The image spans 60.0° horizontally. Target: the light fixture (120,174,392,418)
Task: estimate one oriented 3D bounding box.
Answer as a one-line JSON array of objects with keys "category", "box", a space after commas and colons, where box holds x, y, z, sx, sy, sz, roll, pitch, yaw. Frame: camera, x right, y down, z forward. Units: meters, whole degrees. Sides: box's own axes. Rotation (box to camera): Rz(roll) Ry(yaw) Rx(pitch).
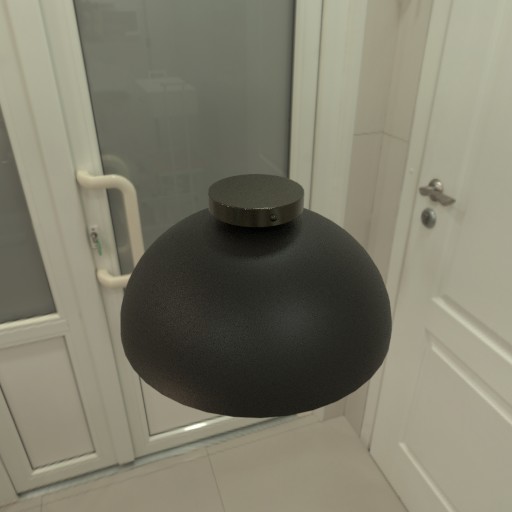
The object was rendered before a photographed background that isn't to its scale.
[{"category": "light fixture", "box": [0.000, 0.000, 0.559, 0.355, 0.177, 0.355, 0, 29, 0]}]
